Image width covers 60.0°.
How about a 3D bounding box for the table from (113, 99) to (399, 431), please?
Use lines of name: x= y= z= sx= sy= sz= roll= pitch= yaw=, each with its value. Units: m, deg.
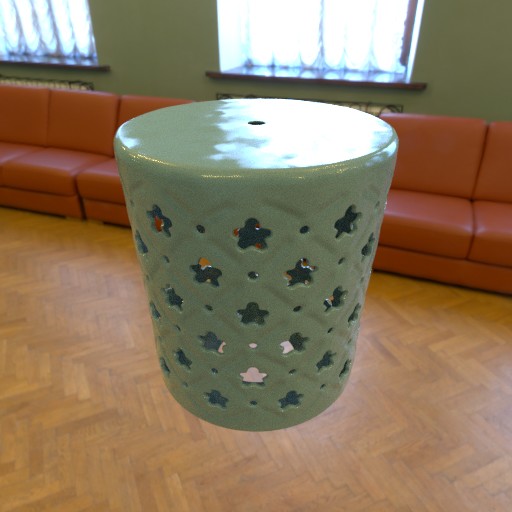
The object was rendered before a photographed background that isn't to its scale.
table: x=0.000 y=0.000 z=0.653 sx=0.352 sy=0.387 sz=0.352 roll=0 pitch=30 yaw=0
